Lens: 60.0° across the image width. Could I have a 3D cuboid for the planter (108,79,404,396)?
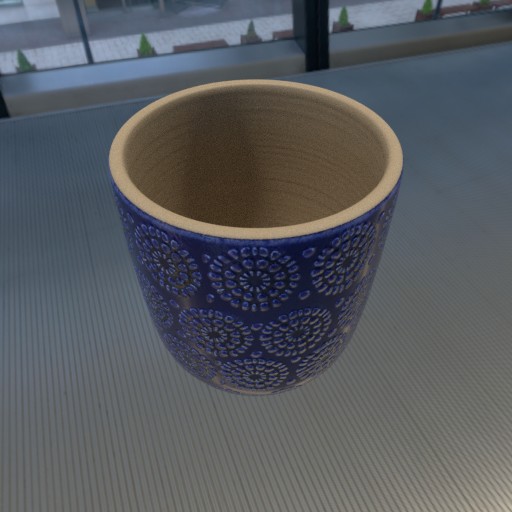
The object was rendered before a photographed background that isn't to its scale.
[{"bbox_3d":[0.000,0.000,0.350,0.184,0.206,0.184,0,45,0],"label":"planter"}]
